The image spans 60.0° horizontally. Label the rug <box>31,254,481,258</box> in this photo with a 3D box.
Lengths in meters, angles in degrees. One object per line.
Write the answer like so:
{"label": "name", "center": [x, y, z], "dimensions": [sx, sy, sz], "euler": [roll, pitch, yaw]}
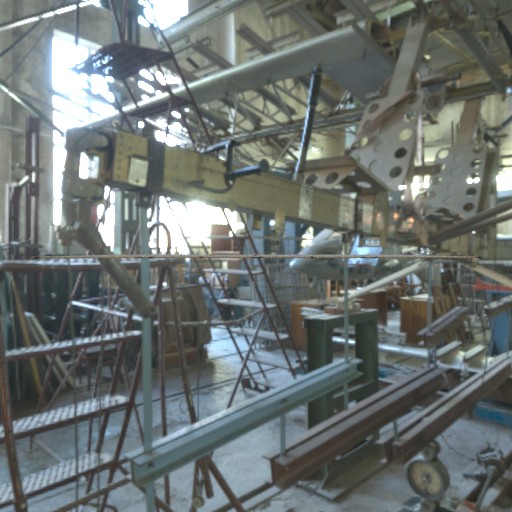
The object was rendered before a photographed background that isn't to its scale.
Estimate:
{"label": "rug", "center": [0.000, 0.000, 3.180], "dimensions": [2.465, 0.008, 1.526], "euler": [0, 1, 0]}
